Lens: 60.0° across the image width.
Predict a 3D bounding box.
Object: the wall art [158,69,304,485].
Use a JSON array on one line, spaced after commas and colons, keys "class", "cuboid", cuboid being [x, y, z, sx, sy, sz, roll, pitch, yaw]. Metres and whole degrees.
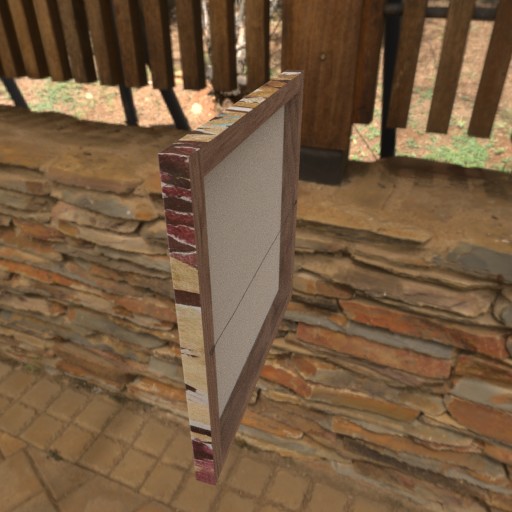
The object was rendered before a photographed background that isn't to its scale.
[{"class": "wall art", "cuboid": [0.000, 0.000, 0.895, 0.041, 0.613, 0.609, 9, 33, 15]}]
